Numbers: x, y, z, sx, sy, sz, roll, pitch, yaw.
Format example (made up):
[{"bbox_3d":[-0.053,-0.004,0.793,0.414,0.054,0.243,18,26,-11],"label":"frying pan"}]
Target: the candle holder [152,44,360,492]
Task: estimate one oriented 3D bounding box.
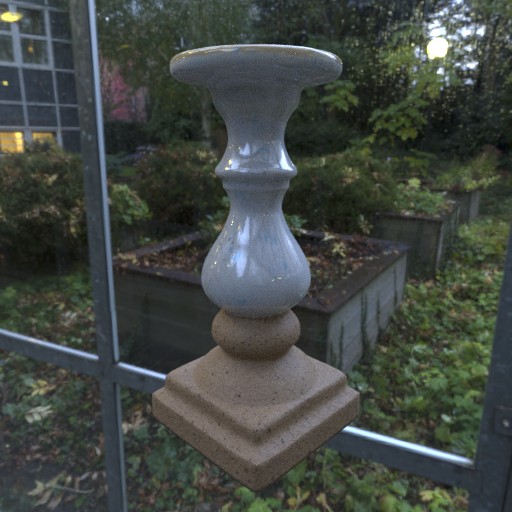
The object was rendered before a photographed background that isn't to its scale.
[{"bbox_3d":[0.000,0.000,0.293,0.110,0.239,0.110,14,19,43],"label":"candle holder"}]
